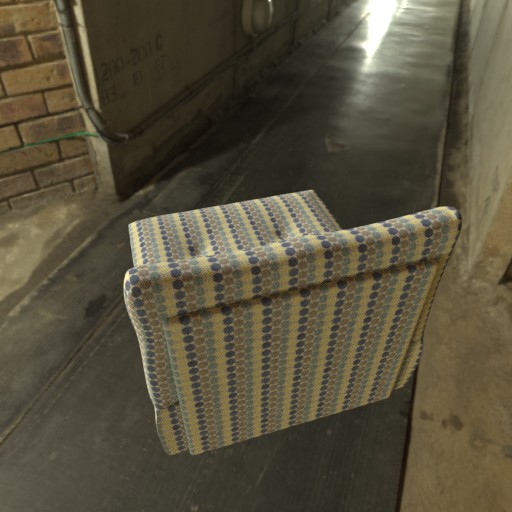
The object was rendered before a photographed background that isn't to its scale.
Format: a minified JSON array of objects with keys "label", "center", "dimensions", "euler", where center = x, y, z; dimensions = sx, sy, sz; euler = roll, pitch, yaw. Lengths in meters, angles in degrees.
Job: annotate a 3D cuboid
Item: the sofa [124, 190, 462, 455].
[{"label":"sofa","center":[0.000,0.000,1.681],"dimensions":[0.930,0.830,1.000],"euler":[-11,43,-13]}]
